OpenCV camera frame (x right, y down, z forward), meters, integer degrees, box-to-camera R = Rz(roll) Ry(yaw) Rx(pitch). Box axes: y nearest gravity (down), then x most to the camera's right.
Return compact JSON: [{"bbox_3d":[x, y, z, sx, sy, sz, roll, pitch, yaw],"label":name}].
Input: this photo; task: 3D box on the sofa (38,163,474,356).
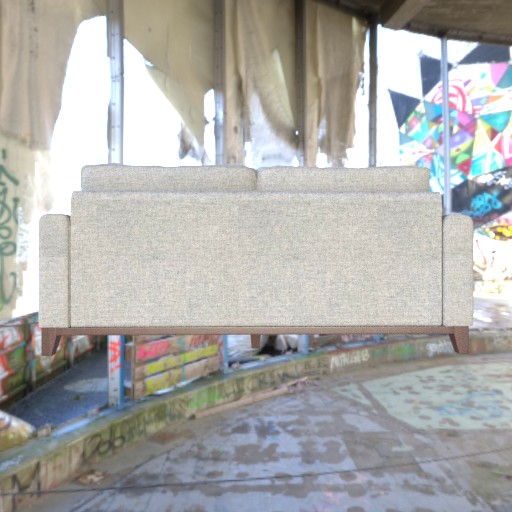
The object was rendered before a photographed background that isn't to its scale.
[{"bbox_3d":[0.000,0.000,2.470,1.978,0.892,0.969,0,0,-1],"label":"sofa"}]
